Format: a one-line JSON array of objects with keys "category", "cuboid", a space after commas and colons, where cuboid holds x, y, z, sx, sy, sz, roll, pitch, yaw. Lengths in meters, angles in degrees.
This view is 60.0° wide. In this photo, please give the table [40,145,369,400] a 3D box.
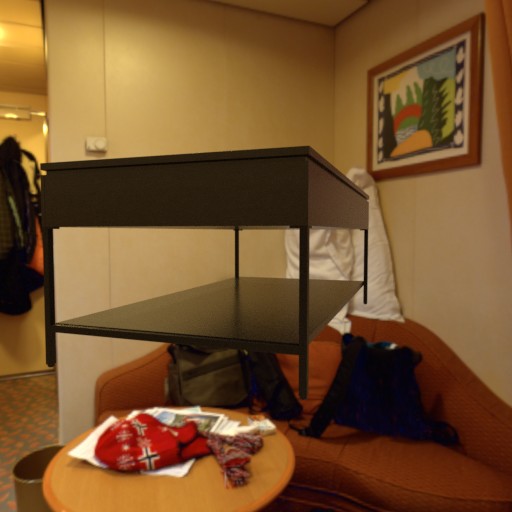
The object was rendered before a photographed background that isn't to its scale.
[{"category": "table", "cuboid": [0.000, 0.000, 1.360, 0.574, 0.435, 1.095, 1, 3, 19]}]
